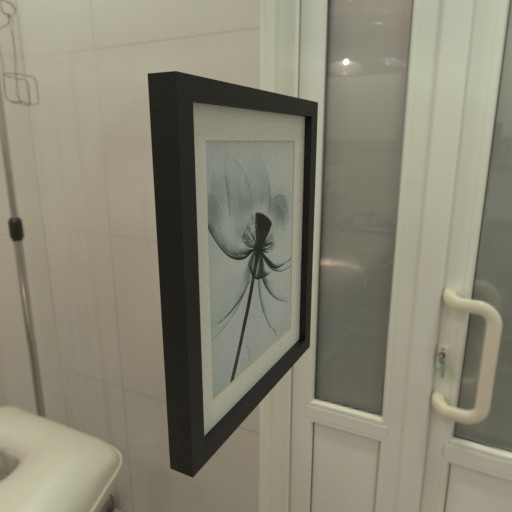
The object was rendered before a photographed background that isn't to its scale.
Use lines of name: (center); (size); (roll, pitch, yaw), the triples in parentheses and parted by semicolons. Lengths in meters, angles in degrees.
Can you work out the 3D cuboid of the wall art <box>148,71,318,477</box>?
wall art: (0.000, 0.000, 0.545); (0.029, 0.381, 0.330); (7, 16, 26)
